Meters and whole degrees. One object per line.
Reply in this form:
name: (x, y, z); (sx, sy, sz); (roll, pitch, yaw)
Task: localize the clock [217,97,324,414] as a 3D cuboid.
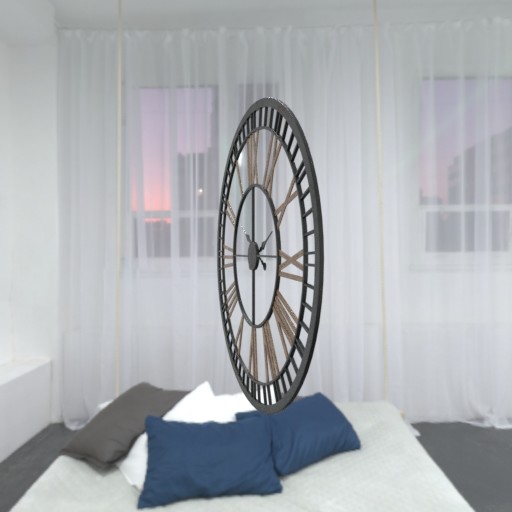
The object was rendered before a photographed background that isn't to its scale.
clock: (0.000, 0.000, 1.248); (0.025, 0.843, 0.843); (0, 1, -18)
